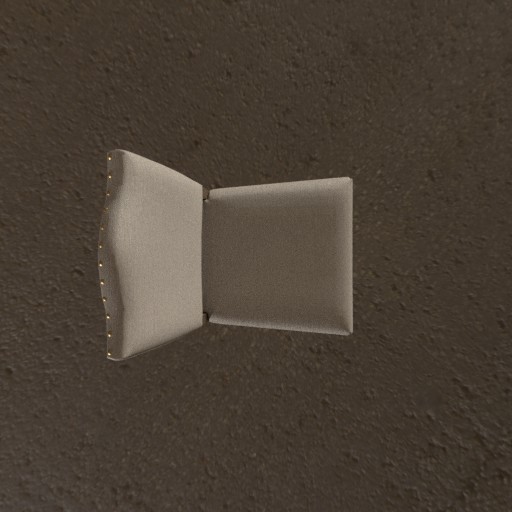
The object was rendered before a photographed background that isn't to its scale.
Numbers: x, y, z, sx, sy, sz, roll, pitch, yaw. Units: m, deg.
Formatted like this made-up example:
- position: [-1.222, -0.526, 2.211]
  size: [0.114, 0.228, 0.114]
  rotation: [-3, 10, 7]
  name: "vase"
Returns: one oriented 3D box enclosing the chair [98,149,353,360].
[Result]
- position: [0.000, 0.000, 1.377]
  size: [0.620, 1.020, 0.508]
  rotation: [0, 90, 1]
  name: "chair"
